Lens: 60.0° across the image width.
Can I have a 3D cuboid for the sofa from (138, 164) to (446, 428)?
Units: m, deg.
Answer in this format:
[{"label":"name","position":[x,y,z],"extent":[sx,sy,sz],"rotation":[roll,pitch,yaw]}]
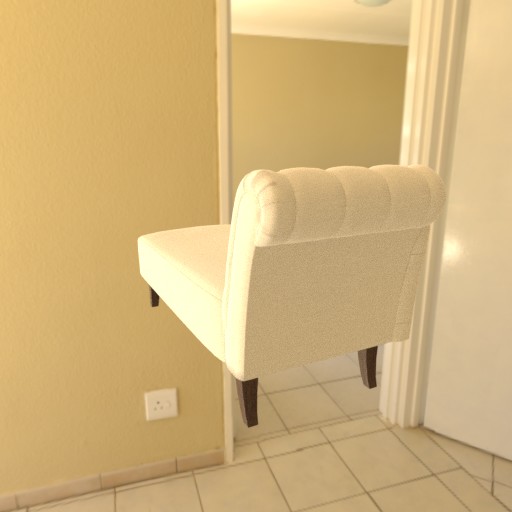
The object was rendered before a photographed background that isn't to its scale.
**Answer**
[{"label":"sofa","position":[0.000,0.000,1.824],"extent":[0.675,0.787,1.379],"rotation":[-7,16,-26]}]
